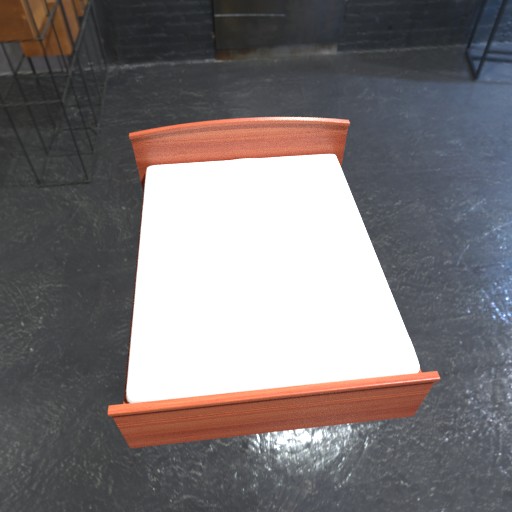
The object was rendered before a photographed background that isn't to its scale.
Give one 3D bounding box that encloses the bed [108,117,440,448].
[{"bbox_3d":[0.000,0.000,2.964,1.683,0.848,2.053,-5,48,-4],"label":"bed"}]
